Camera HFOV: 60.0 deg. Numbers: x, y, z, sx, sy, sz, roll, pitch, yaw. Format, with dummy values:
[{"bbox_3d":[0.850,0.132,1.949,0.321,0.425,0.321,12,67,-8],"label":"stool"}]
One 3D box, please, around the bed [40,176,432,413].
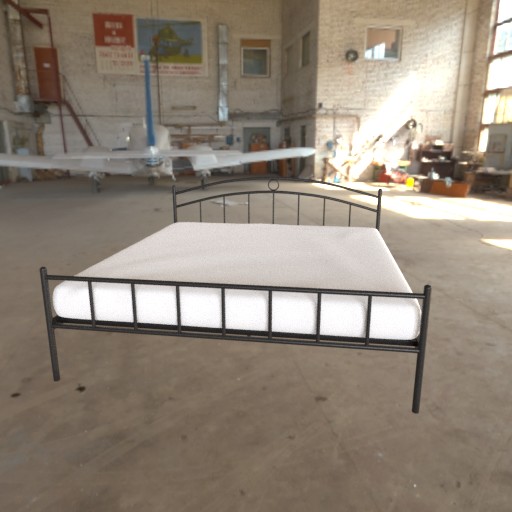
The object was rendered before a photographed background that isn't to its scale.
[{"bbox_3d":[0.000,0.000,3.084,1.880,0.940,2.040,2,15,9],"label":"bed"}]
